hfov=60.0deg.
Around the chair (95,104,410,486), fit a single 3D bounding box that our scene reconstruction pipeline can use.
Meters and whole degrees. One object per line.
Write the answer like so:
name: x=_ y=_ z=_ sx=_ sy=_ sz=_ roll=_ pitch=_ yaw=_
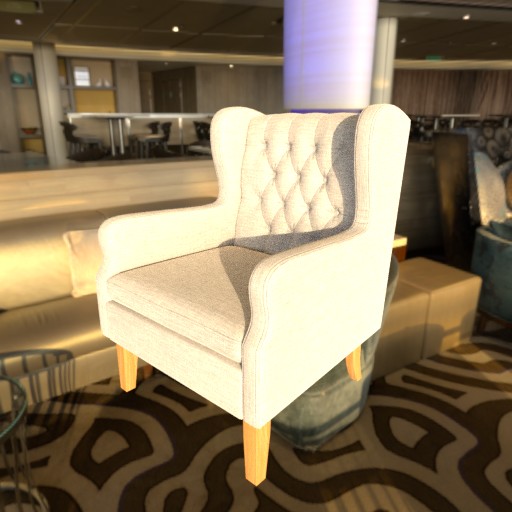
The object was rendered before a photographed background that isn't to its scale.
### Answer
chair: x=0.000 y=0.000 z=1.435 sx=0.710 sy=0.930 sz=0.760 roll=15 pitch=23 yaw=40
